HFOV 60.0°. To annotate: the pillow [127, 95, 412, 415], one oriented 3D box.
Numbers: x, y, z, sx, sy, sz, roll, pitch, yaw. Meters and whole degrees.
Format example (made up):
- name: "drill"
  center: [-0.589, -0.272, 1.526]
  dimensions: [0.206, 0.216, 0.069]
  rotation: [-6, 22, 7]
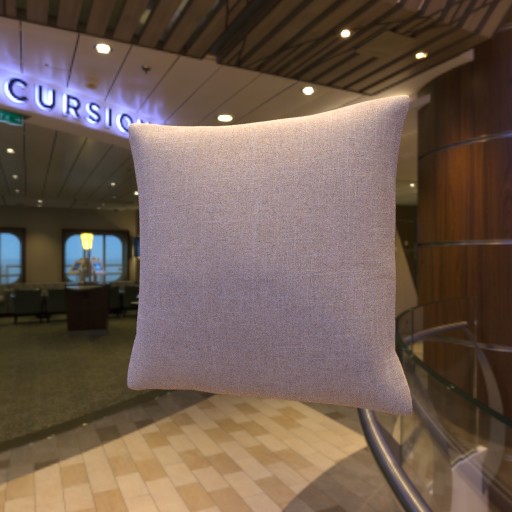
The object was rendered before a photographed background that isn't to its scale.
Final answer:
- name: "pillow"
  center: [0.000, 0.000, 0.768]
  dimensions: [0.511, 0.503, 0.182]
  rotation: [0, 0, 17]
